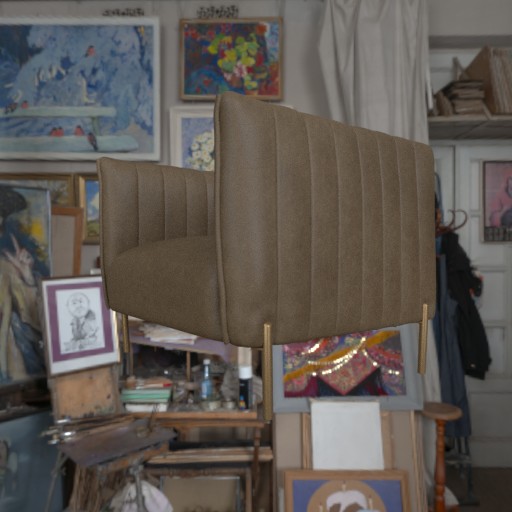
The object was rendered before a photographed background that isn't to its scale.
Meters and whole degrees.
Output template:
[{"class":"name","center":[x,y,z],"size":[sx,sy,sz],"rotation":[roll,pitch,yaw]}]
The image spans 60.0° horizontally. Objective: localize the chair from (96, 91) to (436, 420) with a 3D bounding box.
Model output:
[{"class":"chair","center":[0.000,0.000,1.612],"size":[0.876,0.779,0.981],"rotation":[0,0,-37]}]
